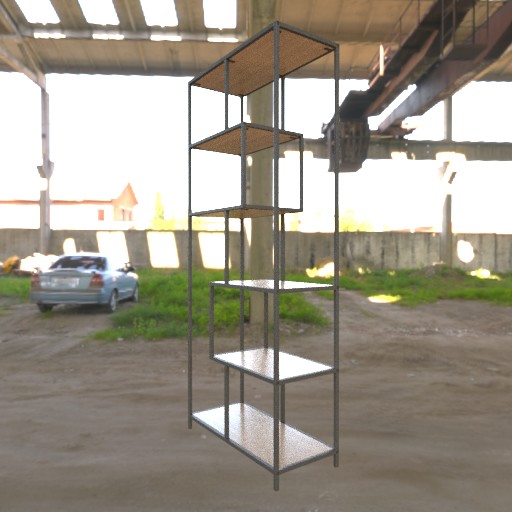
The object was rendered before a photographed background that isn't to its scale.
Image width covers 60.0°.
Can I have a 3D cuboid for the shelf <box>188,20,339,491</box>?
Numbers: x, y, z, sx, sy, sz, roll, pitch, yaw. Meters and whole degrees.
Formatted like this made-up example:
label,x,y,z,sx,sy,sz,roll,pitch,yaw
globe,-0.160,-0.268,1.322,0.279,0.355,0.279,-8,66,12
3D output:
label,x,y,z,sx,sy,sz,roll,pitch,yaw
shelf,0.000,0.000,2.153,0.350,1.850,0.770,0,1,-35
